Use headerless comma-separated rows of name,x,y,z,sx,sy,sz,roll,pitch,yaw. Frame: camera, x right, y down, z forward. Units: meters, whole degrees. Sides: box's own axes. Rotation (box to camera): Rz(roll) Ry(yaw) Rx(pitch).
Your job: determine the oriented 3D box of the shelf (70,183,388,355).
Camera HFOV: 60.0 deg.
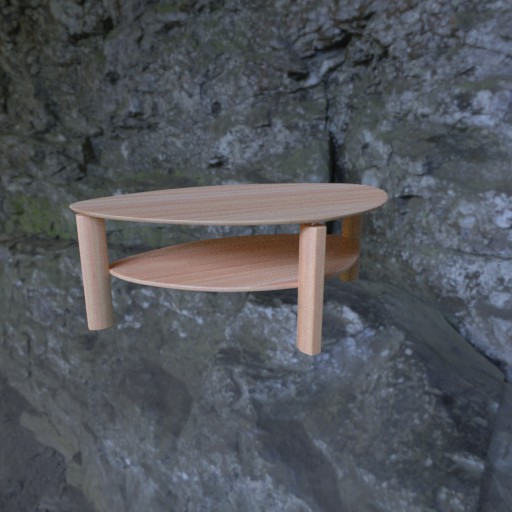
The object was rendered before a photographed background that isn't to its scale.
shelf,0.000,0.000,1.680,1.246,0.440,0.845,-8,18,-27
